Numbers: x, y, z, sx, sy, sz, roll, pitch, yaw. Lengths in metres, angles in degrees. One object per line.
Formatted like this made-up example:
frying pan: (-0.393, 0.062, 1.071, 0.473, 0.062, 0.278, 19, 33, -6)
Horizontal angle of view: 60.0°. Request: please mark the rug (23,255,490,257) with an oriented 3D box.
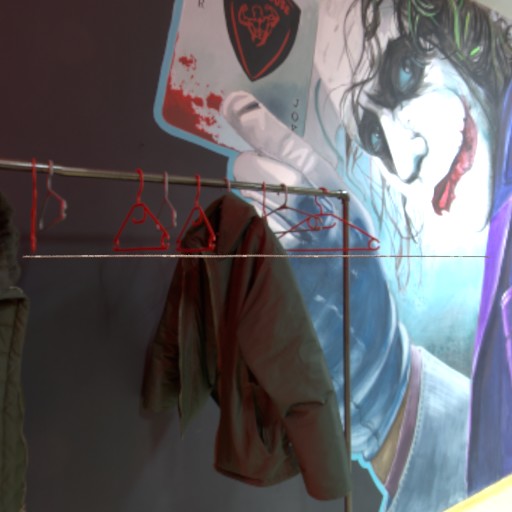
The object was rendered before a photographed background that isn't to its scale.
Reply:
rug: (0.000, 0.000, 2.206, 1.748, 0.010, 1.142, 0, 0, 0)
